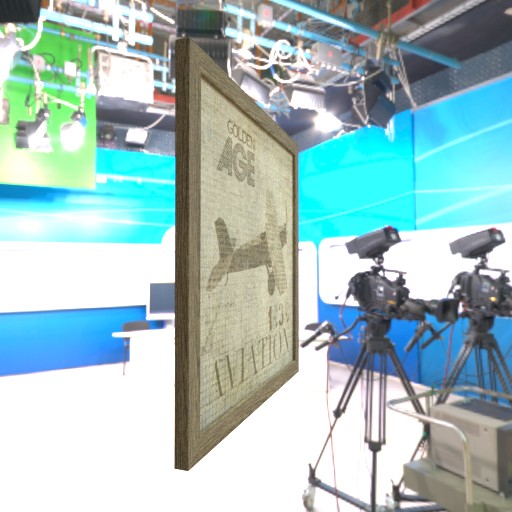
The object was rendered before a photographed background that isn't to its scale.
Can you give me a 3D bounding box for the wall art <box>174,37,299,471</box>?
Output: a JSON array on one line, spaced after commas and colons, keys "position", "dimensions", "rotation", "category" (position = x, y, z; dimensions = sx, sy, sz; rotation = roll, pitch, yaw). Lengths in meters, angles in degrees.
[{"position": [0.000, 0.000, 0.759], "dimensions": [0.019, 0.508, 0.508], "rotation": [0, -1, 20], "category": "wall art"}]
